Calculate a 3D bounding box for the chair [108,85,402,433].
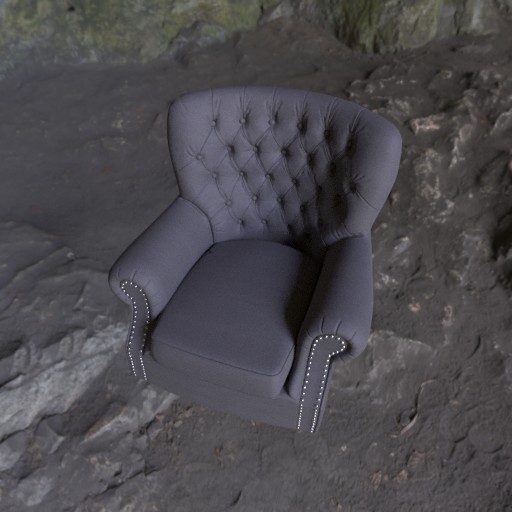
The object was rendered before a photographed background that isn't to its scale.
[{"bbox_3d":[0.000,0.000,1.792,0.983,1.046,0.983,13,43,14],"label":"chair"}]
